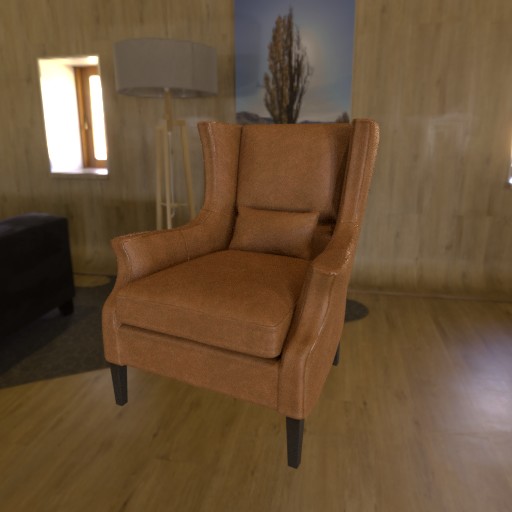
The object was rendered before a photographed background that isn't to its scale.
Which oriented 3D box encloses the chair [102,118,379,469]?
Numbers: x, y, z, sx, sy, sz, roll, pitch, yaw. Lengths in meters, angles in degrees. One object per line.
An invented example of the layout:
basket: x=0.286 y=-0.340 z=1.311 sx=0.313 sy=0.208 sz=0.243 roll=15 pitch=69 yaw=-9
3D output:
chair: x=0.000 y=0.000 z=1.709 sx=0.852 sy=1.016 sz=0.925 roll=8 pitch=17 yaw=26
